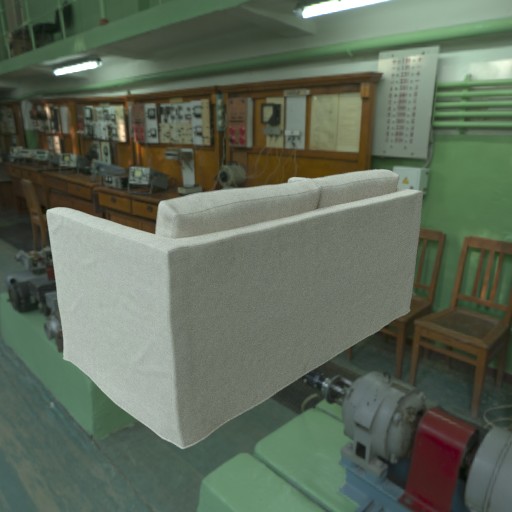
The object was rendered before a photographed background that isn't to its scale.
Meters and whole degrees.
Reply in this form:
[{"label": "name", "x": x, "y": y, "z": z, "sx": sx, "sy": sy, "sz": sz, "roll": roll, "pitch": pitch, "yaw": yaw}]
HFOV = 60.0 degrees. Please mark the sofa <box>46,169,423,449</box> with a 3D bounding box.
[{"label": "sofa", "x": 0.000, "y": 0.000, "z": 2.265, "sx": 0.962, "sy": 0.835, "sz": 1.719, "roll": 16, "pitch": 23, "yaw": 42}]
